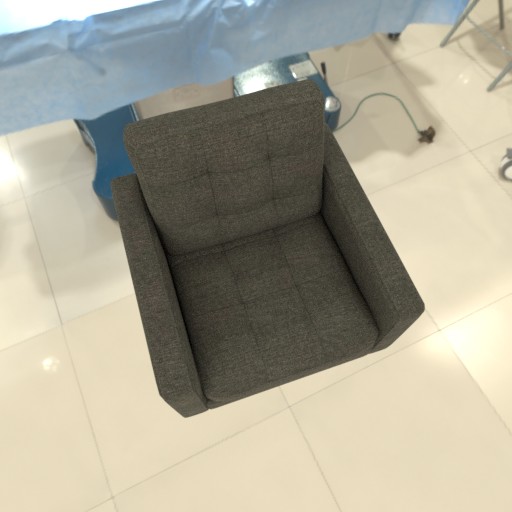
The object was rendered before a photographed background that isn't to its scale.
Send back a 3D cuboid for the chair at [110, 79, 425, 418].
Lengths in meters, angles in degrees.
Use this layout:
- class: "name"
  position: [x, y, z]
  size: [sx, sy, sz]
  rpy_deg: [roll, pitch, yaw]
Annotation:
- class: "chair"
  position: [0.000, 0.000, 1.540]
  size: [0.821, 0.880, 0.843]
  rpy_deg: [-17, 65, -8]
